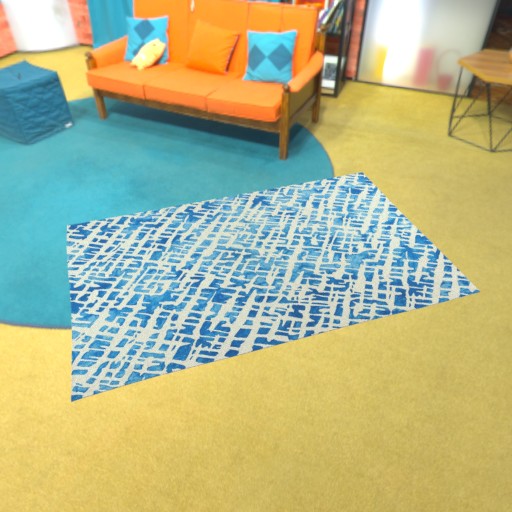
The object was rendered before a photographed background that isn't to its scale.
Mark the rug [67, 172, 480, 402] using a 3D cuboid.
[{"bbox_3d":[0.000,0.000,3.019,2.447,0.011,1.520,-12,43,-14],"label":"rug"}]
